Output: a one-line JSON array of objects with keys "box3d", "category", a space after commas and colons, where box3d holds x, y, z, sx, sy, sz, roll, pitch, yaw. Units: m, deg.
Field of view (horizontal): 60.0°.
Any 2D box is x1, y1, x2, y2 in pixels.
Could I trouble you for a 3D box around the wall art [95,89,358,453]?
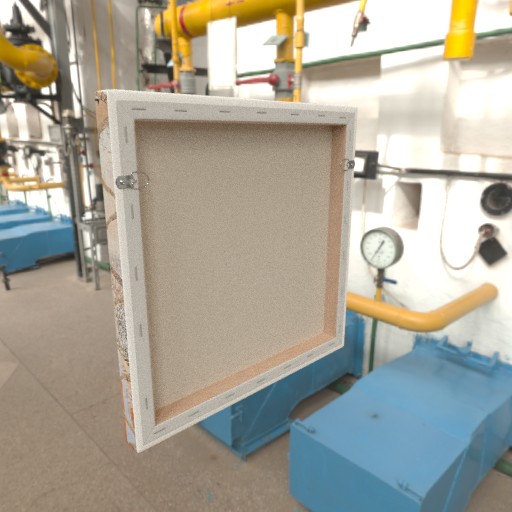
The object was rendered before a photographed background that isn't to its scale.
[{"box3d": [0.000, 0.000, 0.763, 0.507, 0.508, 0.038, -14, 21, -41], "category": "wall art"}]
